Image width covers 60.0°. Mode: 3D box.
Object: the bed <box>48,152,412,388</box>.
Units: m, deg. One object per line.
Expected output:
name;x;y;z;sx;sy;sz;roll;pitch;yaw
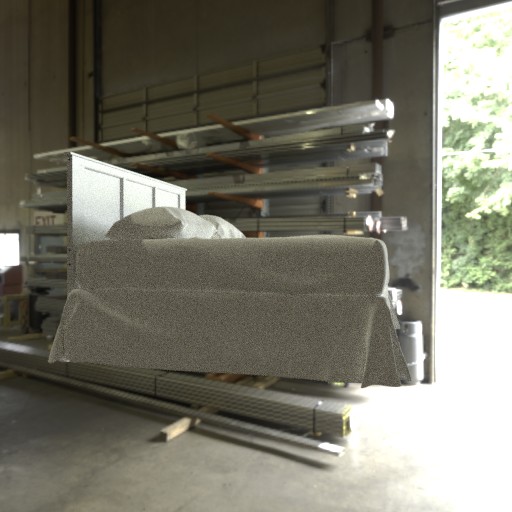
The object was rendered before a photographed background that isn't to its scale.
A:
bed;0.000;0.000;3.215;2.047;1.269;1.876;0;0;16
